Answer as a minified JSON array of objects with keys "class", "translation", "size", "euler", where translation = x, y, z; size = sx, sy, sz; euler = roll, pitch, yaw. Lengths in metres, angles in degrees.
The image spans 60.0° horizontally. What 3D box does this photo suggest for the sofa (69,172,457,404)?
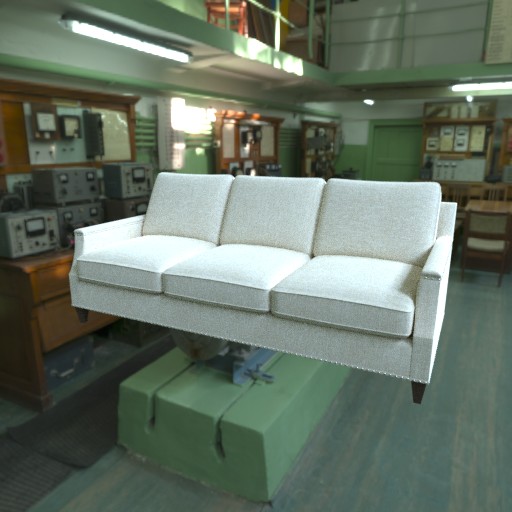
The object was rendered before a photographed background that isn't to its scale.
[{"class":"sofa","translation":[0.000,0.000,2.787],"size":[2.210,0.940,1.041],"euler":[7,16,25]}]
